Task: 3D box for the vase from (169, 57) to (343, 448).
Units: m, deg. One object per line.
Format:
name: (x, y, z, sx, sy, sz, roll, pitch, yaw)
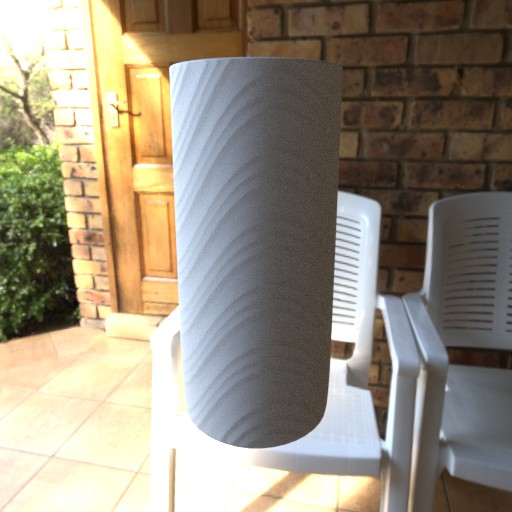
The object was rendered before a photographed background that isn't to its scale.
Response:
vase: (0.000, 0.000, 0.403, 0.143, 0.316, 0.143, 0, 17, 0)
